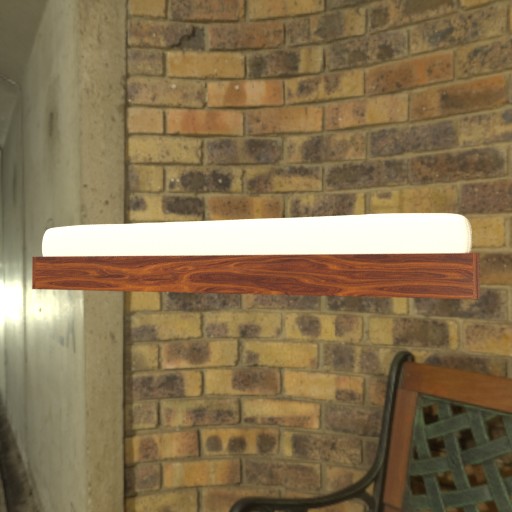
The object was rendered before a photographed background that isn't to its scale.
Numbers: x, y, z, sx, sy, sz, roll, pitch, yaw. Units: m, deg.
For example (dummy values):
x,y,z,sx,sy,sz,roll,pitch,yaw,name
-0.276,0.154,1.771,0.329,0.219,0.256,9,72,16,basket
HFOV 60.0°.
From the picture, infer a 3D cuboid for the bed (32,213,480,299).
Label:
x,y,z,sx,sy,sz,roll,pitch,yaw,name
0.000,0.000,2.188,1.860,0.312,0.940,0,-1,19,bed
